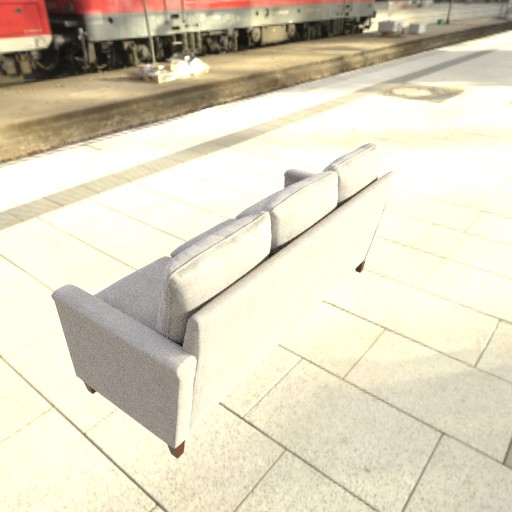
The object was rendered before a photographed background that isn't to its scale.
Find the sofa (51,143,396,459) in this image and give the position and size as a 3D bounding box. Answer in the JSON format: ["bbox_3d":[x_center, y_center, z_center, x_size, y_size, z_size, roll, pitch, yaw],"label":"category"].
[{"bbox_3d":[0.000,0.000,2.434,0.828,0.959,1.925,21,37,31],"label":"sofa"}]
